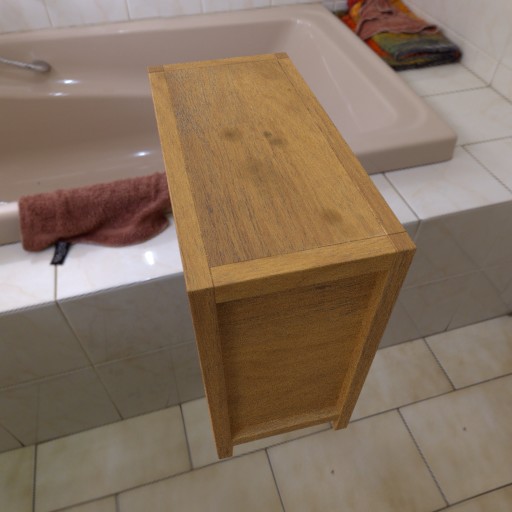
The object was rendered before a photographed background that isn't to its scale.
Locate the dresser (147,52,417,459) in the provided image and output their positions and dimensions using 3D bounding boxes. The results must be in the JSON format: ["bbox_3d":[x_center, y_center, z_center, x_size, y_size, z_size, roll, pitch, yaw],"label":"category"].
[{"bbox_3d":[0.000,0.000,1.290,0.427,0.804,0.804,-10,49,-9],"label":"dresser"}]
